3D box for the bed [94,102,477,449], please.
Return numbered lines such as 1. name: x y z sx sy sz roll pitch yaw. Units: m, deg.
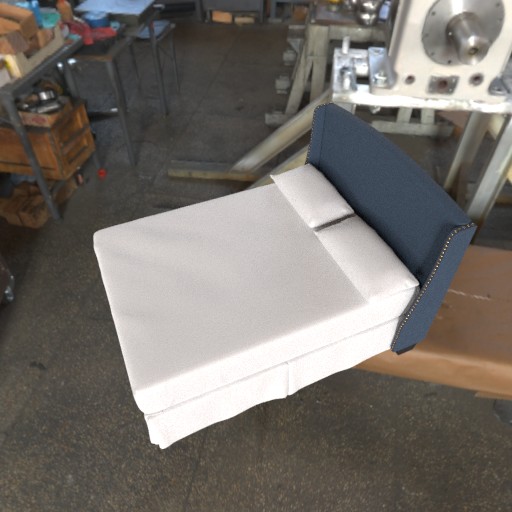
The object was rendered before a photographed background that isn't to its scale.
1. bed: 0.000 0.000 3.349 2.237 1.407 1.710 -17 48 -16
